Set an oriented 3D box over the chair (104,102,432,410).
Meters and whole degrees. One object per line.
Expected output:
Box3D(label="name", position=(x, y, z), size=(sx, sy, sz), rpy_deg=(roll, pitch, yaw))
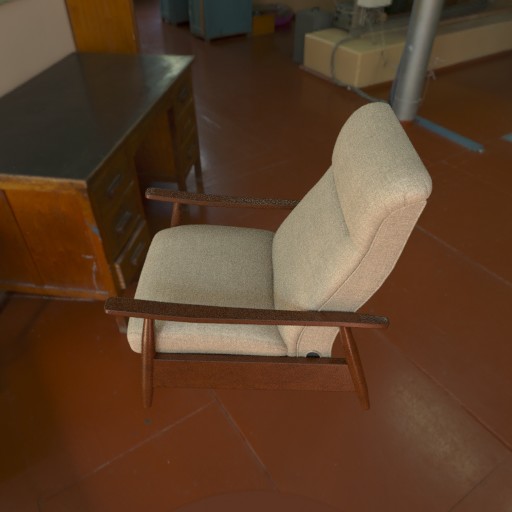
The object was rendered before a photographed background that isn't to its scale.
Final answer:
Box3D(label="chair", position=(0.000, 0.000, 1.810), size=(1.014, 1.082, 0.762), rpy_deg=(0, 40, 0))
